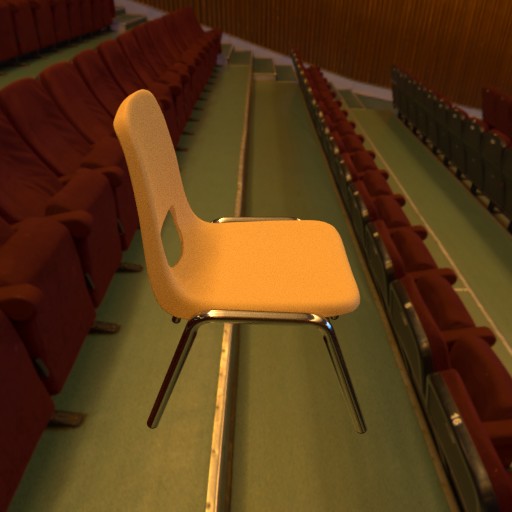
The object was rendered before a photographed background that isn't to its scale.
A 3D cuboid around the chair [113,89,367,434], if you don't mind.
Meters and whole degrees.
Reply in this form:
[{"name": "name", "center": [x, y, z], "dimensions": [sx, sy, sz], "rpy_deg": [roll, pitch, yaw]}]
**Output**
[{"name": "chair", "center": [0.000, 0.000, 0.837], "dimensions": [0.423, 0.586, 0.354], "rpy_deg": [0, 32, 0]}]
